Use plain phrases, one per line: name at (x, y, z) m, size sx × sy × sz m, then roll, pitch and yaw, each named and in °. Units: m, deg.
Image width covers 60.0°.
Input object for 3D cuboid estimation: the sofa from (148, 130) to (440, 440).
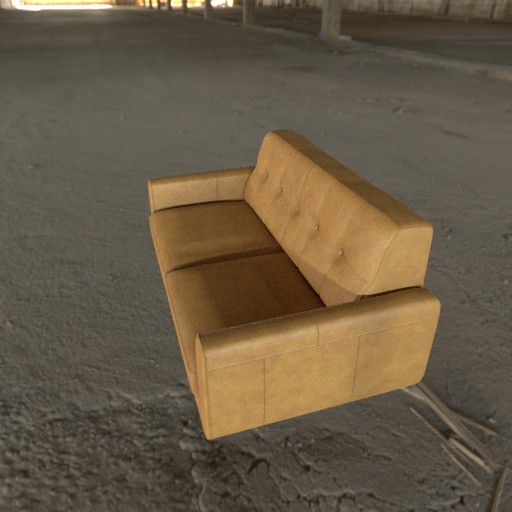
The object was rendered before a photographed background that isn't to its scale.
sofa at (0.000, 0.000, 2.287) m, size 0.952 × 0.925 × 1.651 m, roll -9°, pitch 32°, yaw -15°
